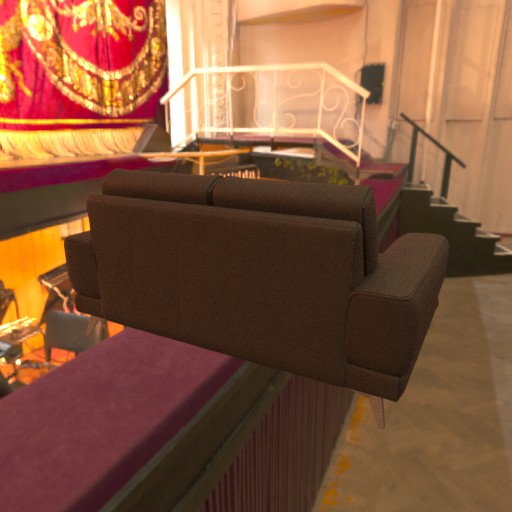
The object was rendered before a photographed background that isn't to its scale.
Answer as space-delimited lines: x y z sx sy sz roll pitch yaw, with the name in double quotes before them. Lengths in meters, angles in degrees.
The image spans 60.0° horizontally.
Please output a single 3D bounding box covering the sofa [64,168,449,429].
"sofa" 0.000 0.000 2.342 1.806 0.907 1.018 9 19 27
